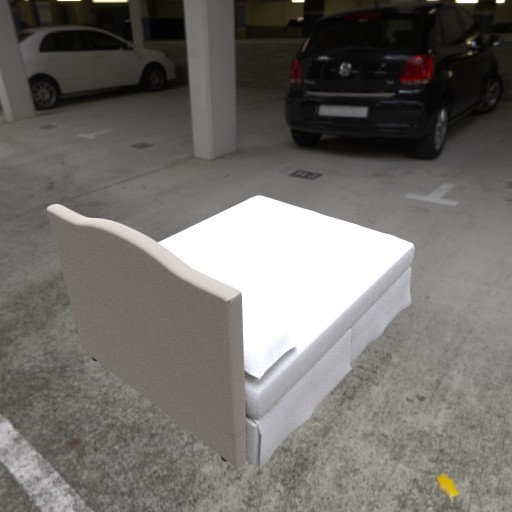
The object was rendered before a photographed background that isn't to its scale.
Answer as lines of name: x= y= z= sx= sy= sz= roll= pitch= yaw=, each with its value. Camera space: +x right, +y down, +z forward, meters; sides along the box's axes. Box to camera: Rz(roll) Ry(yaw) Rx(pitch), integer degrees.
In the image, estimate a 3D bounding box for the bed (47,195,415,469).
bed: x=0.000 y=0.000 z=3.703 sx=1.977 sy=1.437 sz=2.477 roll=22 pitch=37 yaw=33
